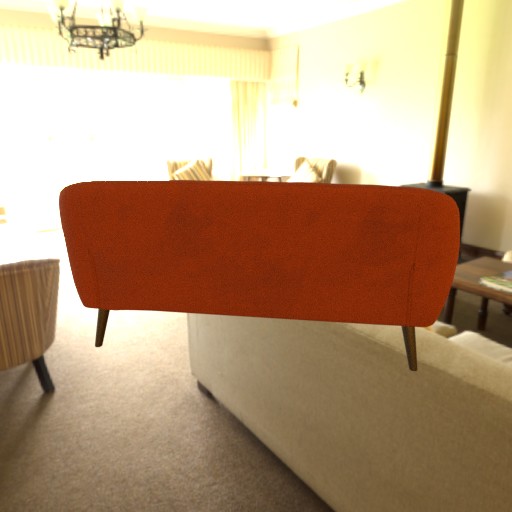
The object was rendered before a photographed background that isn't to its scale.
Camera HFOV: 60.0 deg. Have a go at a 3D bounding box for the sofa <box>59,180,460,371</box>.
[{"bbox_3d":[0.000,0.000,2.226,1.840,0.836,0.820,2,17,8],"label":"sofa"}]
